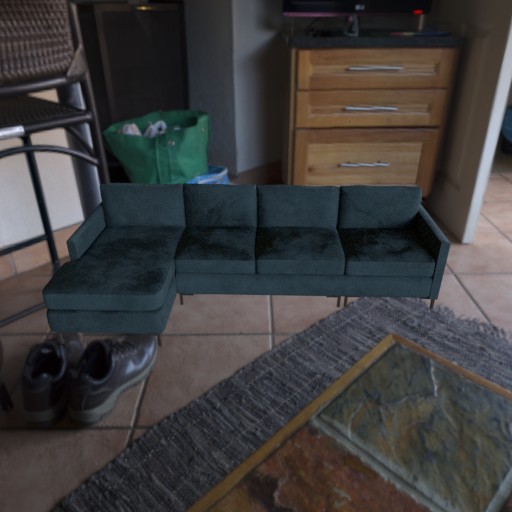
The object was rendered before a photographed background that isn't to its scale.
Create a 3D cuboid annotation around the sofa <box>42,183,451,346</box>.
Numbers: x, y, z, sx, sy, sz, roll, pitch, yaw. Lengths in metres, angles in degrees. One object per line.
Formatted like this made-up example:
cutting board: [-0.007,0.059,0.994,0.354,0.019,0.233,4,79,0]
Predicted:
sofa: [0.000,0.000,4.121,3.400,0.967,1.500,1,29,2]
